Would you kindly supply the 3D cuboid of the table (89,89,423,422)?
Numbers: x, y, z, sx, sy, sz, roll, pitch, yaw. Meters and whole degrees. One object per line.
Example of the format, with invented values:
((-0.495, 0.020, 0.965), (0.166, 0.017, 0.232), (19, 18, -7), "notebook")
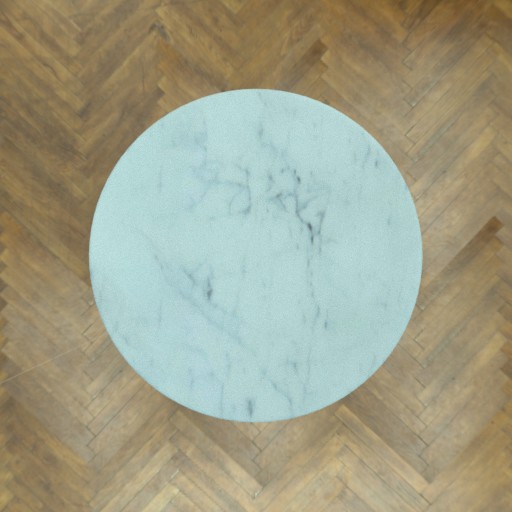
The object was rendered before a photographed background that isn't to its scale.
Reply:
((0.000, 0.000, 1.282), (0.800, 0.450, 0.800), (0, 89, 1), "table")
